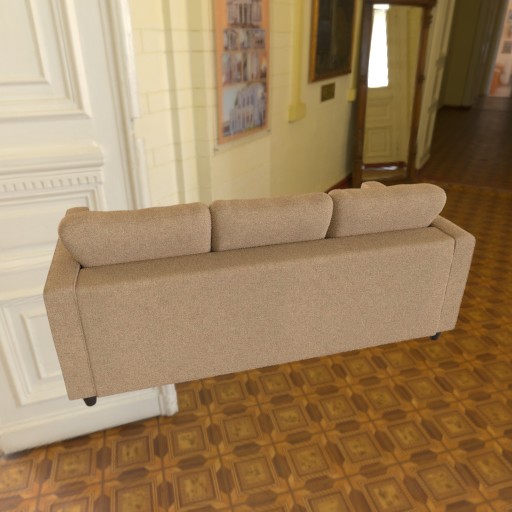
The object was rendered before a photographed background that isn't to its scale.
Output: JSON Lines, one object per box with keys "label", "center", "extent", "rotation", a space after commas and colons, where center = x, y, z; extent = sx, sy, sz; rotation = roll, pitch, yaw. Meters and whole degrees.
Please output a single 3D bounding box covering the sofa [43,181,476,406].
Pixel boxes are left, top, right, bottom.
{"label": "sofa", "center": [0.000, 0.000, 2.288], "extent": [1.855, 0.800, 0.930], "rotation": [-7, 27, -14]}
